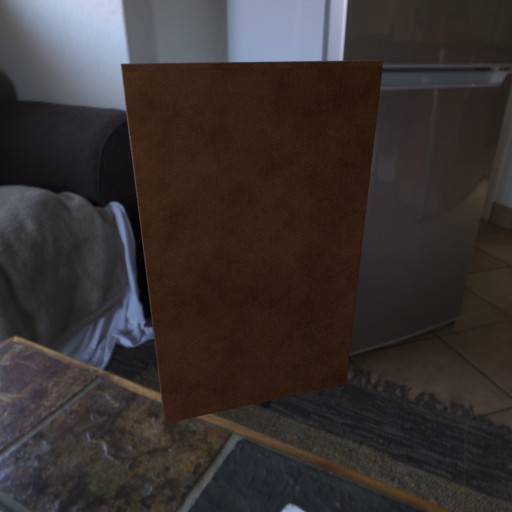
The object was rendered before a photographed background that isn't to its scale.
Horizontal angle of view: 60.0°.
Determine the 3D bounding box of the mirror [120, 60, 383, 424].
[{"bbox_3d":[0.000,0.000,0.956,0.468,0.768,0.082,-8,27,-15],"label":"mirror"}]
